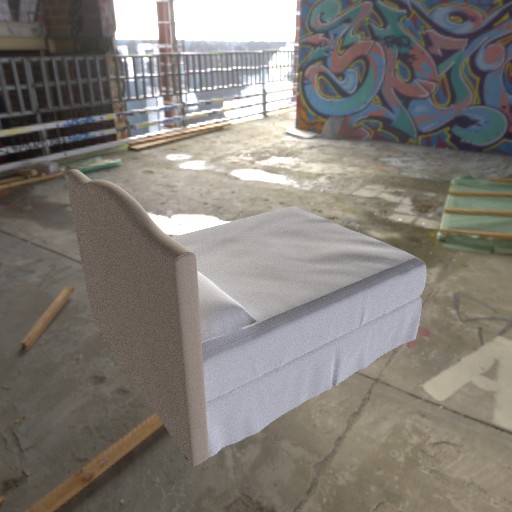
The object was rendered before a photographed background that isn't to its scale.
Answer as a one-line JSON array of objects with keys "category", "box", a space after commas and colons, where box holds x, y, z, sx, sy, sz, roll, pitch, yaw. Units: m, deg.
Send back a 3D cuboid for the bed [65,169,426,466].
[{"category": "bed", "box": [0.000, 0.000, 3.364, 2.143, 1.460, 1.753, -18, 31, -32]}]
